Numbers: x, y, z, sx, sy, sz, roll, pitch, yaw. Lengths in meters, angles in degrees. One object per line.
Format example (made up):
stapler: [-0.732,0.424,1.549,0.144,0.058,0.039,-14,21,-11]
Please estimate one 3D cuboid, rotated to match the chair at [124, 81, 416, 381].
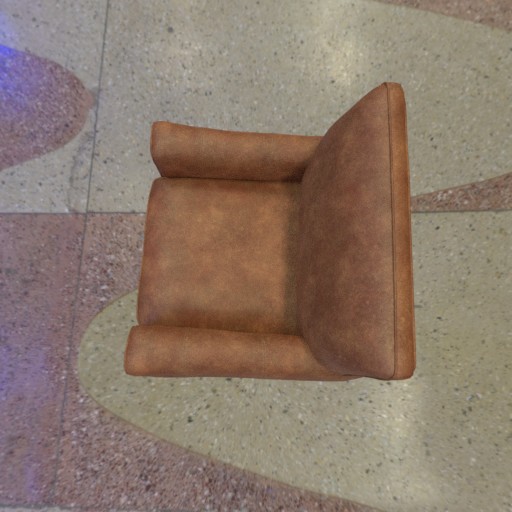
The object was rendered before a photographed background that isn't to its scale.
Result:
chair: [0.000,0.000,1.598,0.823,0.943,0.870,3,76,1]
